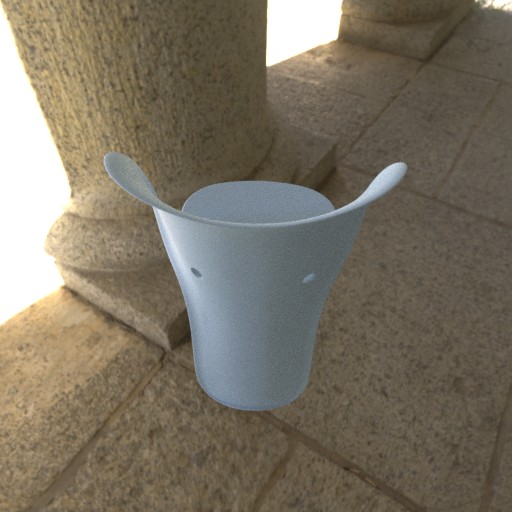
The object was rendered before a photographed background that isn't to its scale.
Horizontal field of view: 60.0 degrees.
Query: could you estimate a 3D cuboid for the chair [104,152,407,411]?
[{"bbox_3d":[0.000,0.000,0.864,0.451,0.554,0.402,3,48,2],"label":"chair"}]
